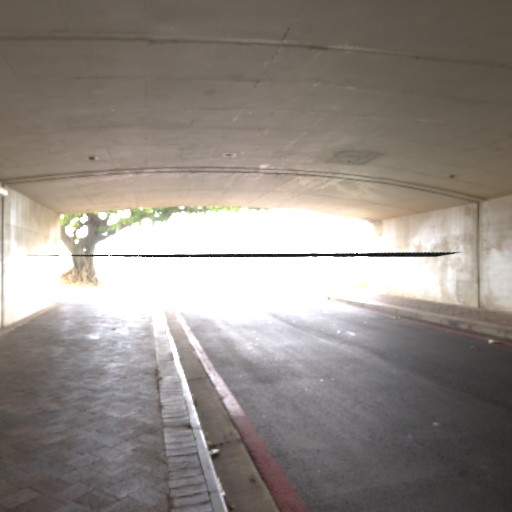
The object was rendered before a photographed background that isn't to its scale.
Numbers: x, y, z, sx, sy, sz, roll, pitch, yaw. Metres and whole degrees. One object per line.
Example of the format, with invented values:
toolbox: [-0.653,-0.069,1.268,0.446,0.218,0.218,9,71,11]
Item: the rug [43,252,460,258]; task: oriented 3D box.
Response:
rug: [0.000,0.000,2.314,1.835,0.003,1.206,0,-1,19]
